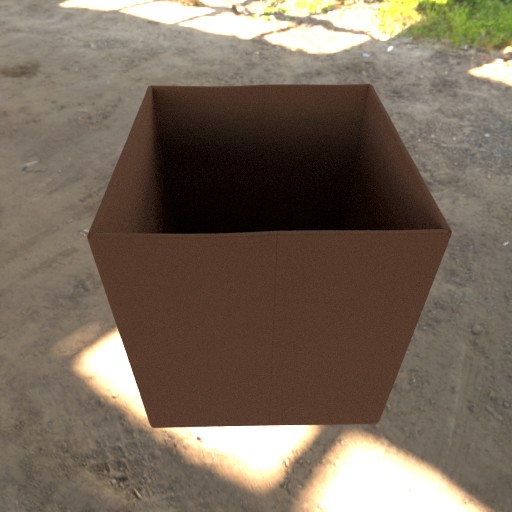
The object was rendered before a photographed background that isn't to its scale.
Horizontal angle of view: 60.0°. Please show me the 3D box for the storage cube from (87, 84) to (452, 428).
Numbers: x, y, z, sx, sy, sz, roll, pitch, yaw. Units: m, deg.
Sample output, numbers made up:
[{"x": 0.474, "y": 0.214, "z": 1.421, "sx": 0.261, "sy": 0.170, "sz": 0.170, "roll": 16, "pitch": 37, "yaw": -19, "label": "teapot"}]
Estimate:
[{"x": 0.000, "y": 0.000, "z": 0.494, "sx": 0.270, "sy": 0.280, "sz": 0.270, "roll": -1, "pitch": 42, "yaw": -1, "label": "storage cube"}]
